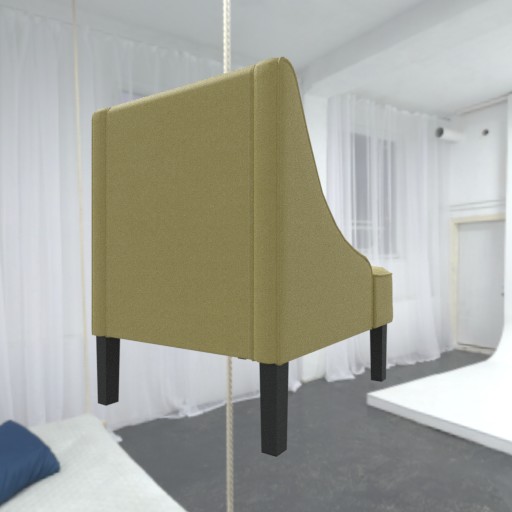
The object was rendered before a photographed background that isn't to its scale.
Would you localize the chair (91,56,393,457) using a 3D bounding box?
[{"bbox_3d":[0.000,0.000,1.488,0.696,0.896,0.814,0,0,34],"label":"chair"}]
